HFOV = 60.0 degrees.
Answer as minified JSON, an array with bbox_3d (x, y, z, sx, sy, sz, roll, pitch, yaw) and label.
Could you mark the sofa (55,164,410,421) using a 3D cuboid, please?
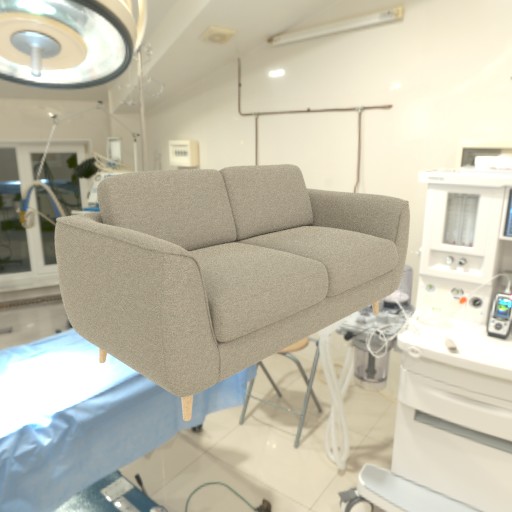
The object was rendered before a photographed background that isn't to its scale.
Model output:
[{"bbox_3d":[0.000,0.000,2.209,0.920,0.850,1.700,13,20,42],"label":"sofa"}]
